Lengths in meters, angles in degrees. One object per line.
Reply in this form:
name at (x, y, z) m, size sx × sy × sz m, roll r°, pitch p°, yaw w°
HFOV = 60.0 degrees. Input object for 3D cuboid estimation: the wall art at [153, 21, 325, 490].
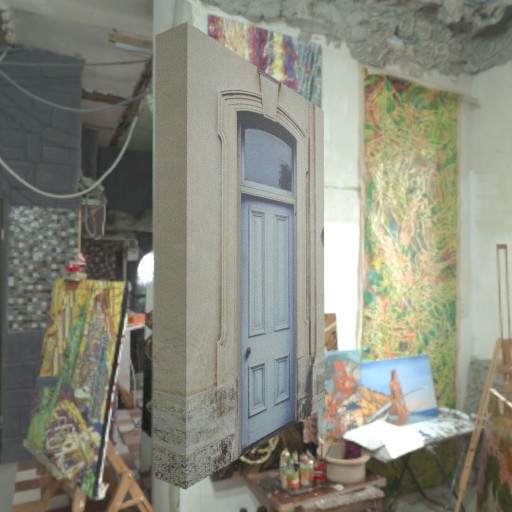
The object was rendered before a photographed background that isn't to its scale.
wall art at (0.000, 0.000, 0.475) m, size 0.038 × 0.381 × 0.254 m, roll -1°, pitch -2°, yaw 35°
